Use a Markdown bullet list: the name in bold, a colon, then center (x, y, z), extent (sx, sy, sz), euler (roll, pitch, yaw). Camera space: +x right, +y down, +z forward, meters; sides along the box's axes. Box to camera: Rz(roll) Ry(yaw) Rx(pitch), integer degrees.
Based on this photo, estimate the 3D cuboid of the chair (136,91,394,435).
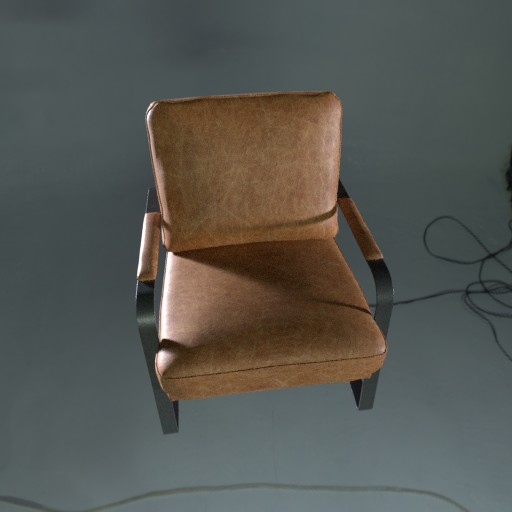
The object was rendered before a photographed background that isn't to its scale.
- **chair**: center (0.000, 0.000, 1.334), extent (0.651, 0.777, 0.801), euler (-5, 46, -5)
